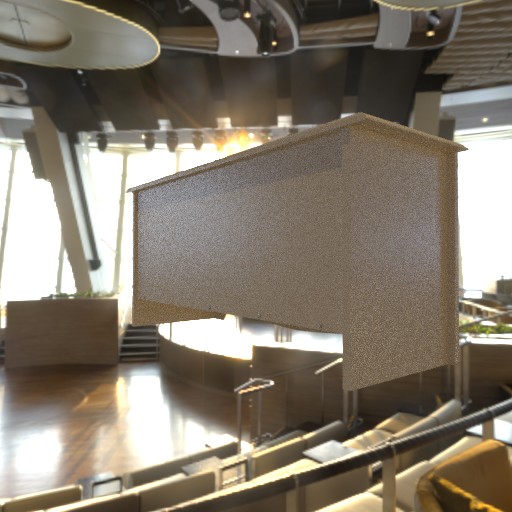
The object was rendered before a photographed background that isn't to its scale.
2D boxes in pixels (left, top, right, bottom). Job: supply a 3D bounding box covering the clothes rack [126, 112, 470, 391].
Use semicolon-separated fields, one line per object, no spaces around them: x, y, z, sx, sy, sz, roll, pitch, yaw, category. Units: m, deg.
0.000;0.000;1.461;0.405;0.558;1.218;0;-1;-38;clothes rack
